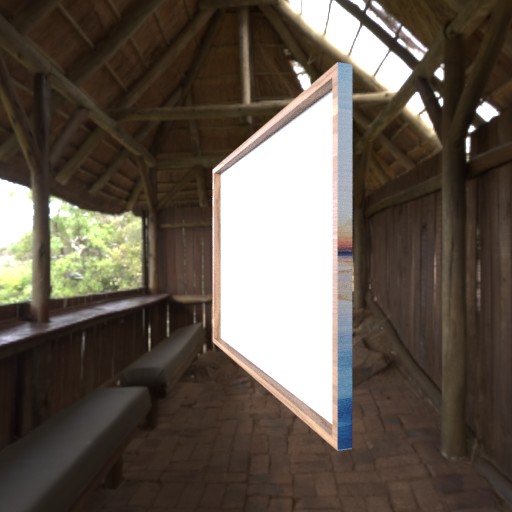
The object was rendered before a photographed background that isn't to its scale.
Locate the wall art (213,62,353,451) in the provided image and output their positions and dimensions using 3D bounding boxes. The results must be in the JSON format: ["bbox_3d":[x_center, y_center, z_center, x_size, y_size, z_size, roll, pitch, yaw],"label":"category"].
[{"bbox_3d":[0.000,0.000,1.407,0.034,0.756,1.137,0,0,-18],"label":"wall art"}]
